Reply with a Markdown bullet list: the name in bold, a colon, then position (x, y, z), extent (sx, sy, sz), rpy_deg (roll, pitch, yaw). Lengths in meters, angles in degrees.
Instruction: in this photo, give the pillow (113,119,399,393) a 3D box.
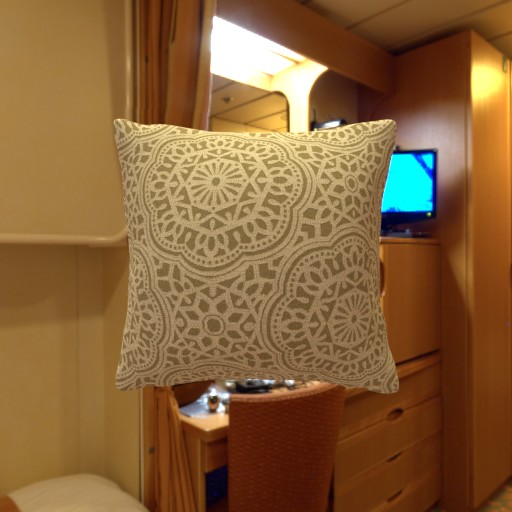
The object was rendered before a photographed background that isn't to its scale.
- **pillow**: position (0.000, 0.000, 0.681), extent (0.438, 0.421, 0.167), rpy_deg (0, 0, 1)
